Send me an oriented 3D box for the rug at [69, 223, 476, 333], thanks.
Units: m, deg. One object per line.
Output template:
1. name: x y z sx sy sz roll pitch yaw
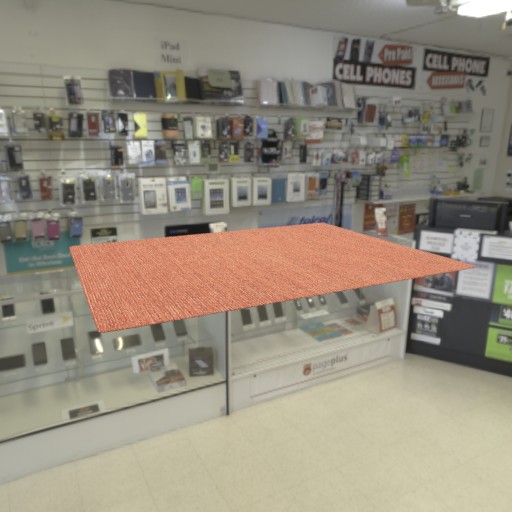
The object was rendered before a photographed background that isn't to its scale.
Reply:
1. rug: 0.000 0.000 2.827 2.112 0.009 1.594 -7 16 -25
